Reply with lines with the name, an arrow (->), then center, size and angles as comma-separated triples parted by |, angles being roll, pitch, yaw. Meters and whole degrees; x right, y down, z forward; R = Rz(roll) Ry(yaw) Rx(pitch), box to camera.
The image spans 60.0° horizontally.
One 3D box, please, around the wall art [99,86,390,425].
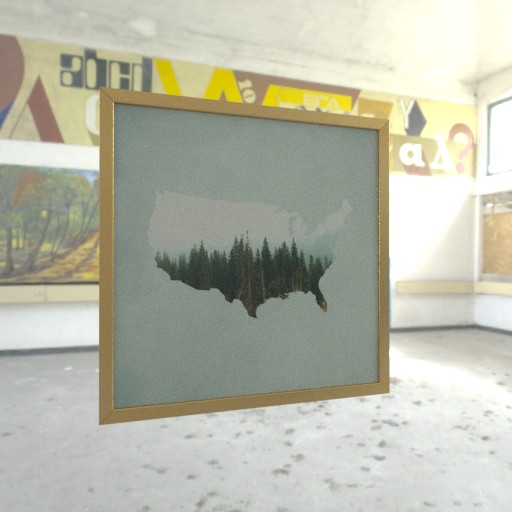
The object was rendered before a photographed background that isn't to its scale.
wall art -> 0.000, 0.000, 0.764 | 0.509, 0.509, 0.040 | 0, 0, -18
